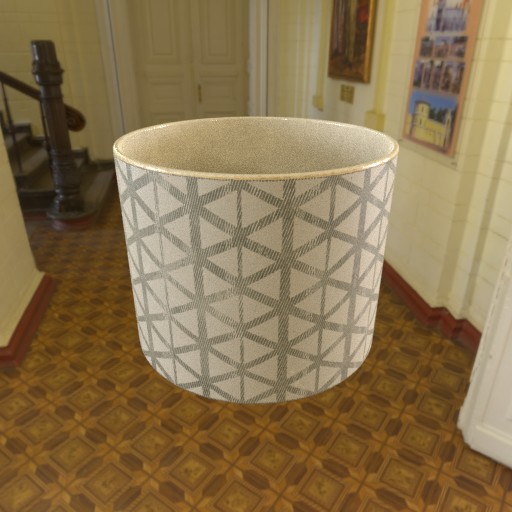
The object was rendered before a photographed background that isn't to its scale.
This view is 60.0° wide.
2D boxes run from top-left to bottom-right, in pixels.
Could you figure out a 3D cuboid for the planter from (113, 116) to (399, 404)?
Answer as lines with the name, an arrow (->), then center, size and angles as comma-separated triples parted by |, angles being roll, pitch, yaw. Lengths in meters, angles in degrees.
planter -> 0.000, 0.000, 0.455 | 0.250, 0.239, 0.250 | 0, 26, 0
